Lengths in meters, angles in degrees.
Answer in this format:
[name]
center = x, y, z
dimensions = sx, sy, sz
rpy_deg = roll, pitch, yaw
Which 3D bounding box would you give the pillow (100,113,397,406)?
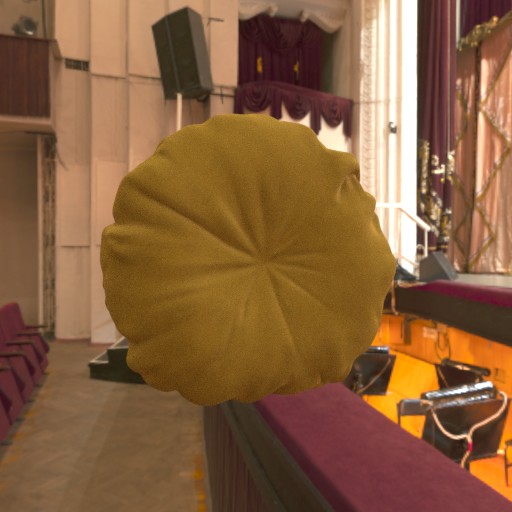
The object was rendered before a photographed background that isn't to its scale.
[pillow]
center = 0.000, 0.000, 0.645
dimensions = 0.428, 0.407, 0.148
rpy_deg = 0, 0, -18
